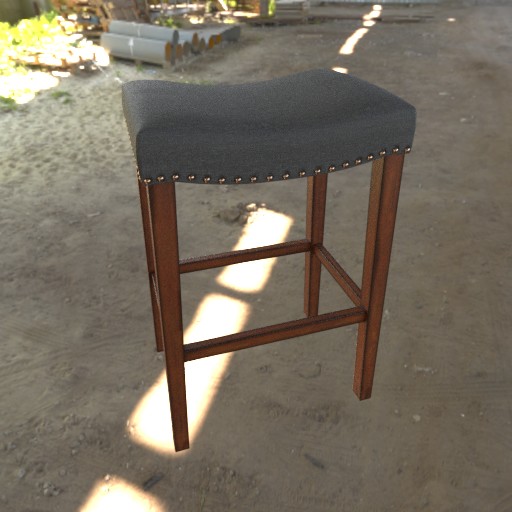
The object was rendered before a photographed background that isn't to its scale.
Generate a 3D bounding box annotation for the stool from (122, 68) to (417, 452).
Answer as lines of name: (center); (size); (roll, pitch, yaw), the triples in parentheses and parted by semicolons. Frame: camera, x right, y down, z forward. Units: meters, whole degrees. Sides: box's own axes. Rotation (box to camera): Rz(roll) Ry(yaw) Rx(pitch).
stool: (0.000, 0.000, 1.017); (0.502, 0.748, 0.366); (-10, 34, -15)
